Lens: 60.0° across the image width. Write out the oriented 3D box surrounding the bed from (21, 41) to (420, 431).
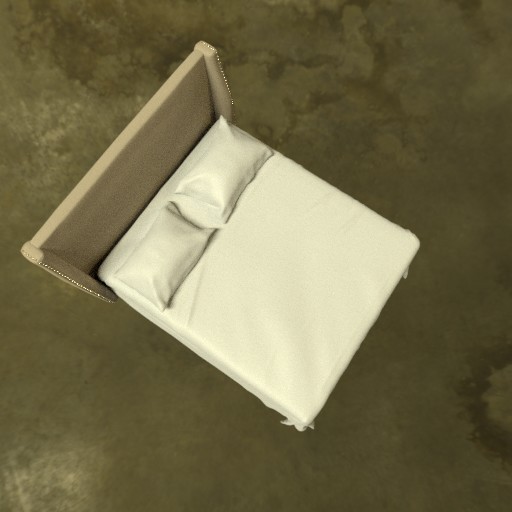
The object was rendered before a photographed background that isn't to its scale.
[{"bbox_3d":[0.000,0.000,3.397,2.276,1.332,1.925,34,78,8],"label":"bed"}]
